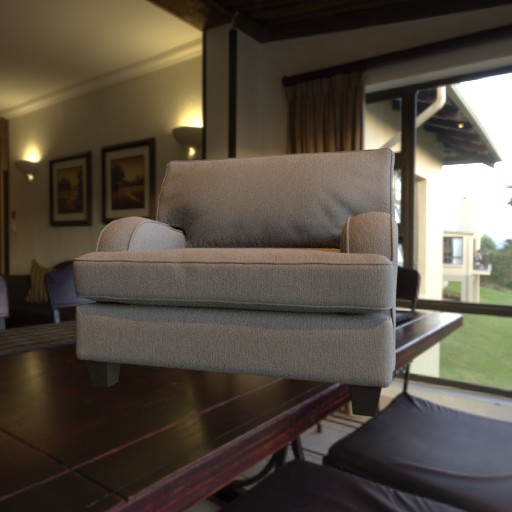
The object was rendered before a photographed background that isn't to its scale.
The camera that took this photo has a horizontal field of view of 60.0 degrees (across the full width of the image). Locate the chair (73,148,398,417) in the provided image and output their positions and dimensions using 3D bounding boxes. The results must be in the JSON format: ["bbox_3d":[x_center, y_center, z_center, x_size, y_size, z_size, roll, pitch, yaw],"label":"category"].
[{"bbox_3d":[0.000,0.000,2.004,1.220,1.016,1.041,0,2,17],"label":"chair"}]
